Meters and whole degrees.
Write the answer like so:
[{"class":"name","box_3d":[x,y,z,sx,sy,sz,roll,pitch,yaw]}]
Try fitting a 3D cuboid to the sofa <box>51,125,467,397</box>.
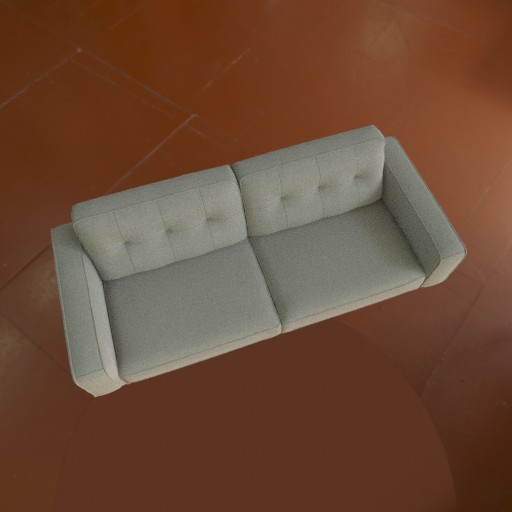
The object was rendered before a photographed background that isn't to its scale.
[{"class":"sofa","box_3d":[0.000,0.000,2.711,2.270,0.781,0.956,-17,64,-9]}]
